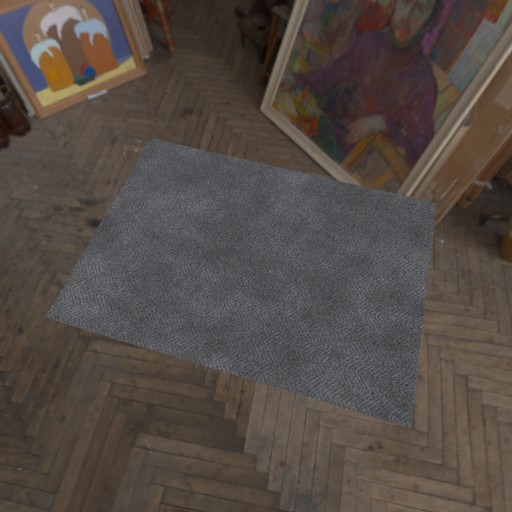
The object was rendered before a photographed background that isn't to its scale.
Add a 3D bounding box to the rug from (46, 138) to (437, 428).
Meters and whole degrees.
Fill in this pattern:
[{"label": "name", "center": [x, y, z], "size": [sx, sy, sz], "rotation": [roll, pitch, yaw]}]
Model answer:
[{"label": "rug", "center": [0.000, 0.000, 2.963], "size": [2.235, 0.008, 1.600], "rotation": [15, 60, 9]}]
